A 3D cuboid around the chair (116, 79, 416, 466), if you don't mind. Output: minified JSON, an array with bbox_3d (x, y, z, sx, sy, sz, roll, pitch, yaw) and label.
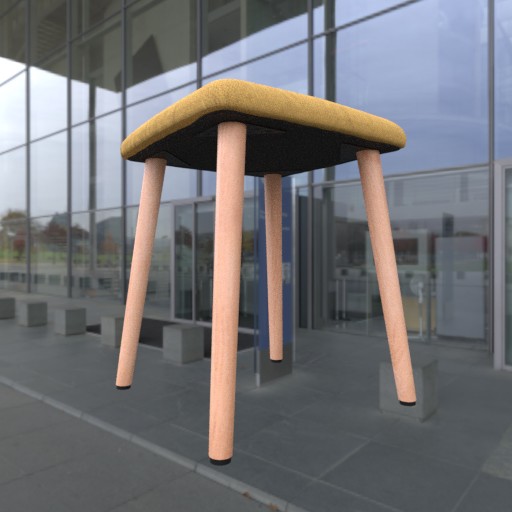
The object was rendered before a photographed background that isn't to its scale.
[{"bbox_3d":[0.000,0.000,0.698,0.350,0.440,0.350,0,0,-35],"label":"chair"}]
